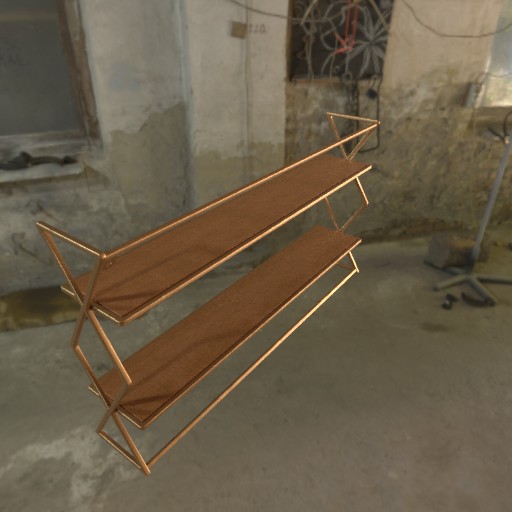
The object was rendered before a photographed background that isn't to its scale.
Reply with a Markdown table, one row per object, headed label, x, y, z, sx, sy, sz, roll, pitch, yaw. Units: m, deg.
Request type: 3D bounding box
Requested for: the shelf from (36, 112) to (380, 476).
| label | x | y | z | sx | sy | sz | roll | pitch | yaw |
| --- | --- | --- | --- | --- | --- | --- | --- | --- | --- |
| shelf | 0.000 | 0.000 | 0.975 | 0.150 | 0.450 | 0.822 | 21 | 37 | 31 |
